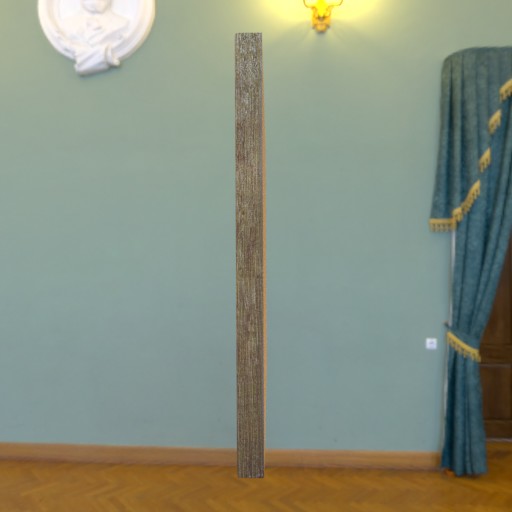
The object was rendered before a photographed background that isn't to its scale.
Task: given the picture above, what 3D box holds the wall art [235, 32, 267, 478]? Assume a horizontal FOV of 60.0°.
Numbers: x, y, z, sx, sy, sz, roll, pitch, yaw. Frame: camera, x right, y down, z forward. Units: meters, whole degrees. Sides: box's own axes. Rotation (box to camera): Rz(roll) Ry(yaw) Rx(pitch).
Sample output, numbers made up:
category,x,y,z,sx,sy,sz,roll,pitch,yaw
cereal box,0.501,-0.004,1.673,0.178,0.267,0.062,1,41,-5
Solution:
category,x,y,z,sx,sy,sz,roll,pitch,yaw
wall art,0.000,0.000,0.903,0.042,0.608,0.611,0,-1,1
